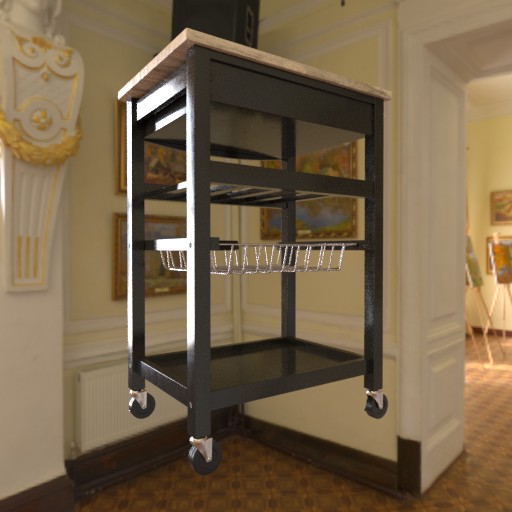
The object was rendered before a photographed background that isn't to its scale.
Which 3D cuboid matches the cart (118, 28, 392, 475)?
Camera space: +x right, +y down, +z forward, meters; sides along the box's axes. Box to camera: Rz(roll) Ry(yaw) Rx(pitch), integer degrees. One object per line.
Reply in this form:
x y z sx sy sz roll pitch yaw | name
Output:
0.000 0.000 1.142 0.584 0.839 0.403 -1 1 -35 | cart
